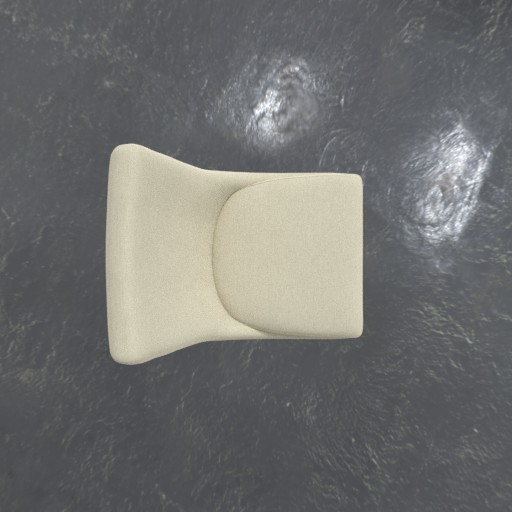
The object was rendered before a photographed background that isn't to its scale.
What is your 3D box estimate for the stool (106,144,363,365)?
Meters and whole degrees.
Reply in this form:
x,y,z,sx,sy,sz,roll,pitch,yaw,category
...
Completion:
x,y,z,sx,sy,sz,roll,pitch,yaw,category
0.000,0.000,1.305,0.577,0.981,0.470,0,90,0,stool
